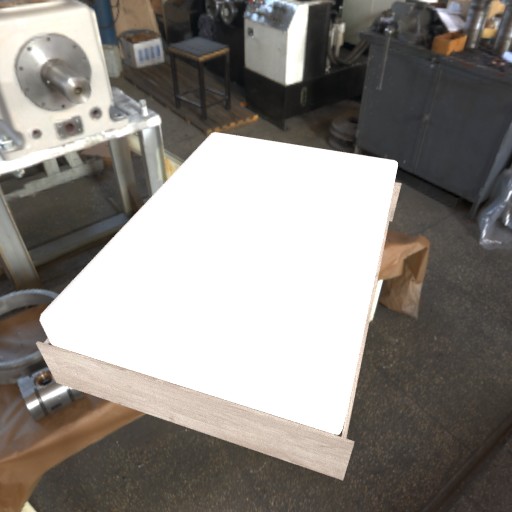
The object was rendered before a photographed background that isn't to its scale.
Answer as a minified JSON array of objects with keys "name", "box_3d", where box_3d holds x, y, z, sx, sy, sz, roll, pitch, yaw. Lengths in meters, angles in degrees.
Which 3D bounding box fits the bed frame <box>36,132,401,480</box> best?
[{"name":"bed frame","box_3d":[0.000,0.000,2.575,1.445,0.497,1.945,13,43,14]}]
